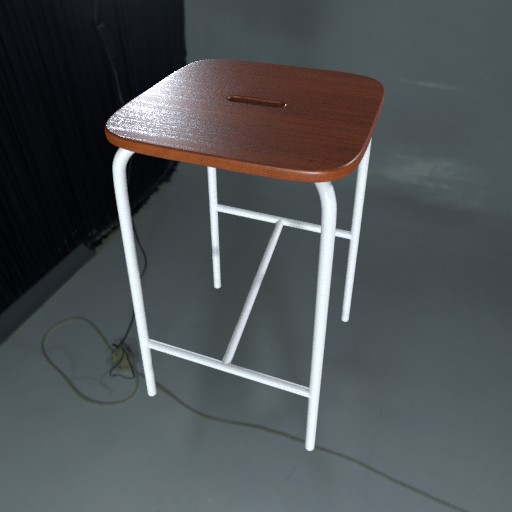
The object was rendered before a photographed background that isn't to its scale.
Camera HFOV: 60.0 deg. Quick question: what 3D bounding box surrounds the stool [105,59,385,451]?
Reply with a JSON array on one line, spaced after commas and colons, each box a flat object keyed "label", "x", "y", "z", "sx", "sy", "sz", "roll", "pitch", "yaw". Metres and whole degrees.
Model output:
[{"label": "stool", "x": 0.000, "y": 0.000, "z": 0.863, "sx": 0.376, "sy": 0.610, "sz": 0.376, "roll": 13, "pitch": 42, "yaw": 15}]
